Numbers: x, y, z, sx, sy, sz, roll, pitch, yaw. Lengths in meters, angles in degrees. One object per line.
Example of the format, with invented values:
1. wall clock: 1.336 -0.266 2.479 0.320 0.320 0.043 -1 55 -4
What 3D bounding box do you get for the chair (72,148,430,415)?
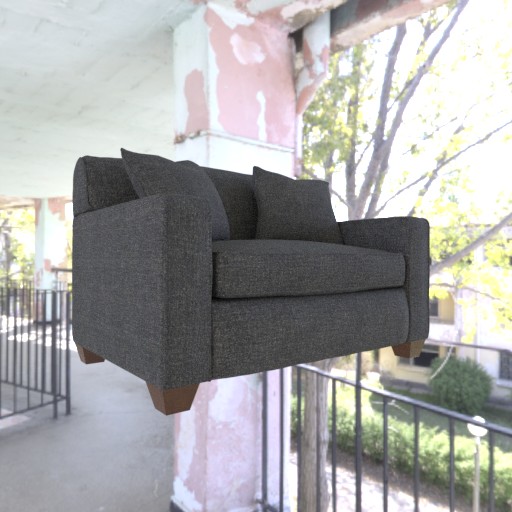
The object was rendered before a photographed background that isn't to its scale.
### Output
1. chair: 0.000 0.000 2.045 1.383 0.948 1.000 0 0 -37
